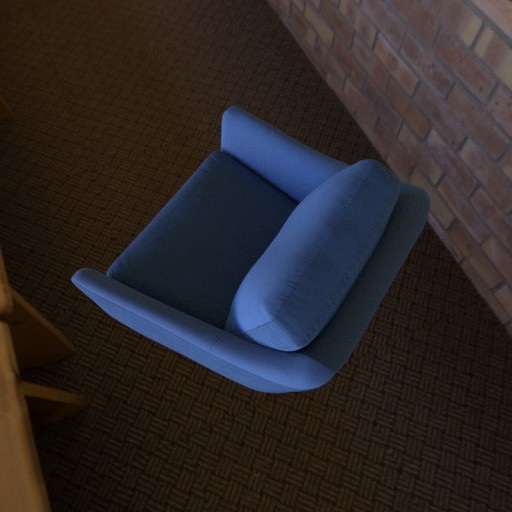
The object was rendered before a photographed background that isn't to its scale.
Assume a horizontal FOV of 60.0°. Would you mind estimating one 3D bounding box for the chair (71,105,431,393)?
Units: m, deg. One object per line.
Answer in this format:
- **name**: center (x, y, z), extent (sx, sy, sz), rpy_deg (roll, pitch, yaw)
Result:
- **chair**: center (0.000, 0.000, 1.737), extent (0.961, 0.899, 0.987), rpy_deg (31, 68, 14)
